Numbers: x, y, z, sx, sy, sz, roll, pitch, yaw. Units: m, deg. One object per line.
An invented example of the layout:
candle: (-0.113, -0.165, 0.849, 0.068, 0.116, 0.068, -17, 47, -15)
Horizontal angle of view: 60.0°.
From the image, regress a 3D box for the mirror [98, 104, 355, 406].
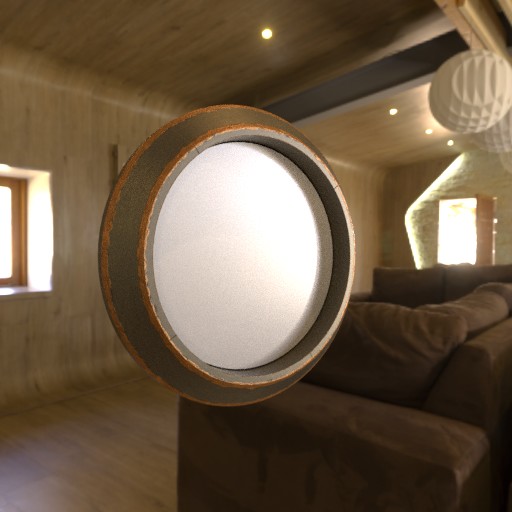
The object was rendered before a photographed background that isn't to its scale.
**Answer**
mirror: (0.000, 0.000, 1.342, 0.907, 0.907, 0.111, -1, 1, -35)
